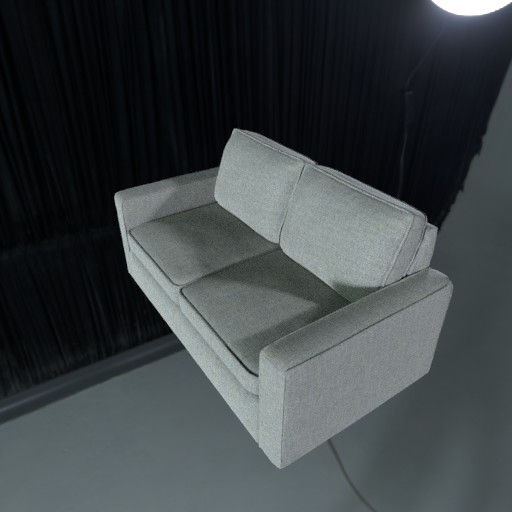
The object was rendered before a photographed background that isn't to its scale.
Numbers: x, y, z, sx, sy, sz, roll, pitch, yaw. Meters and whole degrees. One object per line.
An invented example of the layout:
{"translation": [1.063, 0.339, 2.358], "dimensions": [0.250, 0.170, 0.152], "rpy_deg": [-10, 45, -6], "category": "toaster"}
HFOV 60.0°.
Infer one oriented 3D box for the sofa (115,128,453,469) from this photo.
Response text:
{"translation": [0.000, 0.000, 2.328], "dimensions": [0.945, 0.915, 1.706], "rpy_deg": [-20, 38, -28], "category": "sofa"}
